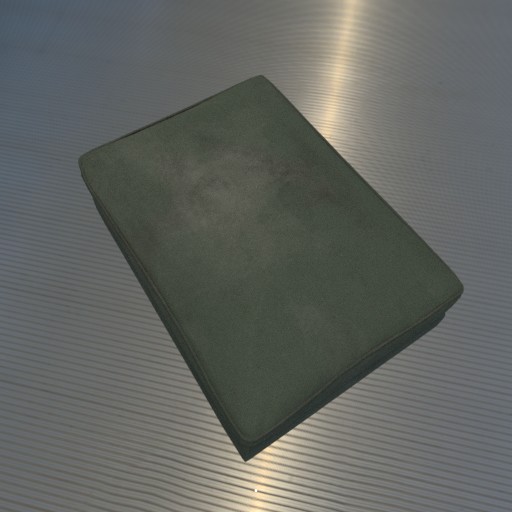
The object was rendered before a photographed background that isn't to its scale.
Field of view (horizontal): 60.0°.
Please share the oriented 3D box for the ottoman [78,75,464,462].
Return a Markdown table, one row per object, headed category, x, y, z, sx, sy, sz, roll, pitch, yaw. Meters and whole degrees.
| category | x | y | z | sx | sy | sz | roll | pitch | yaw |
| --- | --- | --- | --- | --- | --- | --- | --- | --- | --- |
| ottoman | 0.000 | 0.000 | 1.260 | 0.632 | 0.495 | 0.864 | -30 | 66 | -15 |
